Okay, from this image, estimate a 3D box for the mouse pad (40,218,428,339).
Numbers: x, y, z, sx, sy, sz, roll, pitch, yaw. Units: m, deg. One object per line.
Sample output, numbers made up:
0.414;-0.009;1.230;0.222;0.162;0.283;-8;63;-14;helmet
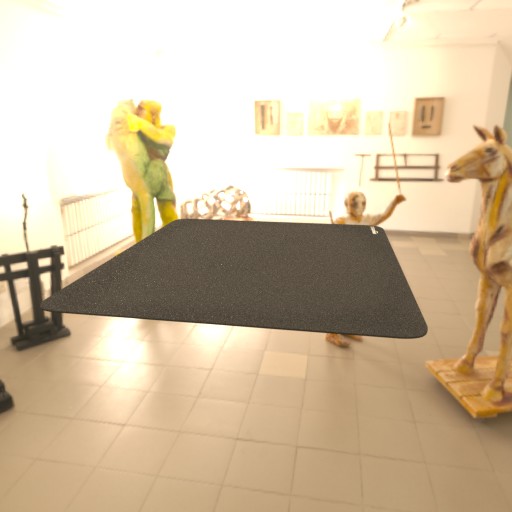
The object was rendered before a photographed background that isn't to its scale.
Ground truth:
0.000;0.000;0.633;0.393;0.002;0.451;3;17;9;mouse pad
